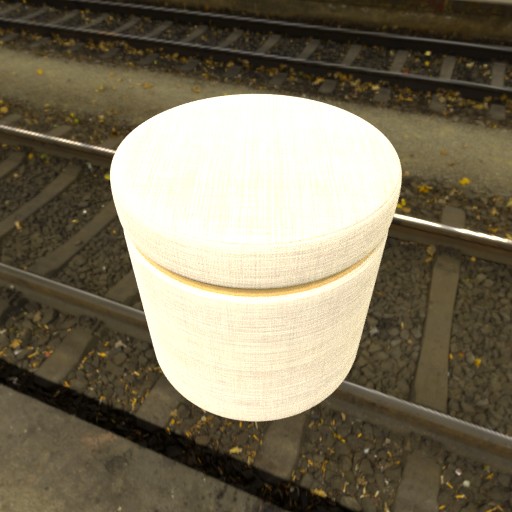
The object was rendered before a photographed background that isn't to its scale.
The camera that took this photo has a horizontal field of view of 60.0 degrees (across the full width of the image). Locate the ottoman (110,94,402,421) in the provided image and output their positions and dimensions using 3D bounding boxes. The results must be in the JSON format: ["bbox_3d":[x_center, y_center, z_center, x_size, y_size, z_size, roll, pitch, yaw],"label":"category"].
[{"bbox_3d":[0.000,0.000,0.747,0.400,0.406,0.400,0,43,0],"label":"ottoman"}]
